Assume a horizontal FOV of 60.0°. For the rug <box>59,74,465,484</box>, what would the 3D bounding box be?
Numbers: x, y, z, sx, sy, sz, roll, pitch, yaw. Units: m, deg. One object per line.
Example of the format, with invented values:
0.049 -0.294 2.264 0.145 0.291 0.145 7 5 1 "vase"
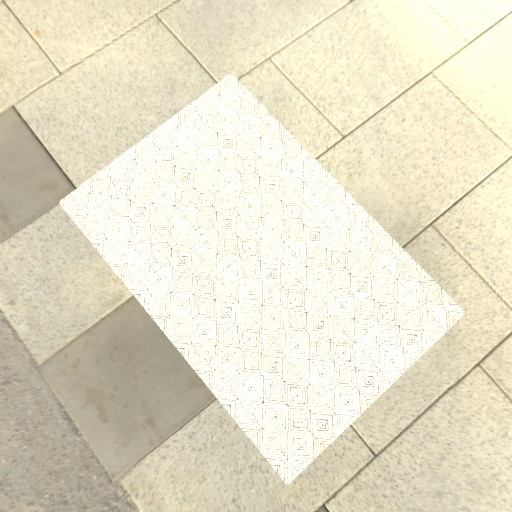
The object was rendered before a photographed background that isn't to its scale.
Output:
0.000 0.000 2.243 1.175 0.008 1.783 -40 79 -9 "rug"
